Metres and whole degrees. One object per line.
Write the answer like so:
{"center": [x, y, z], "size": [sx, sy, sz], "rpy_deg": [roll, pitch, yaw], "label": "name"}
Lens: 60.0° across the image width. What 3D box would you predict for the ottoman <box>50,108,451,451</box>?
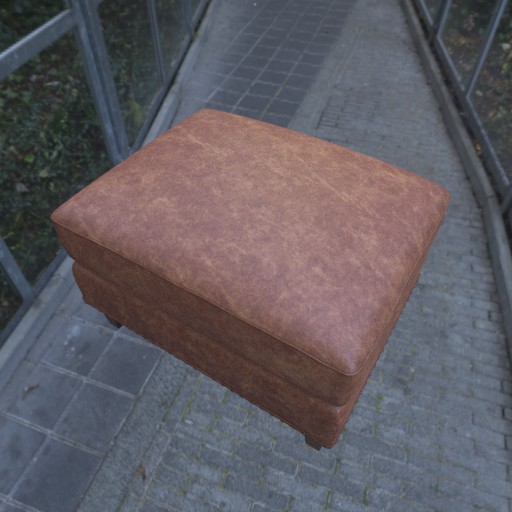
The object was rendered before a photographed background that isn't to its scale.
{"center": [0.000, 0.000, 1.127], "size": [0.742, 0.486, 0.586], "rpy_deg": [25, 51, 22], "label": "ottoman"}
